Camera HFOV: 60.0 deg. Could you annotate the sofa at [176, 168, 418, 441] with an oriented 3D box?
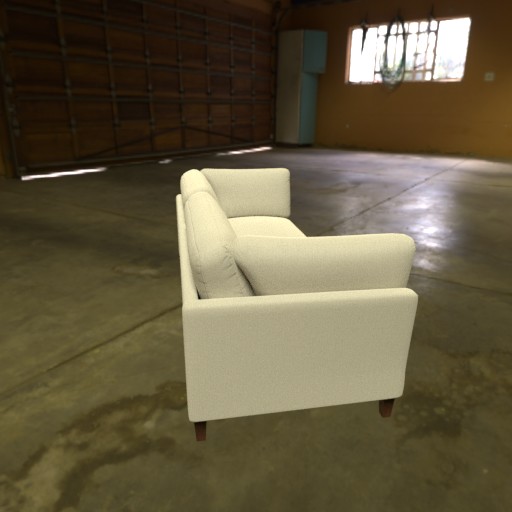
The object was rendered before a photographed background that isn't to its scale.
[{"bbox_3d":[0.000,0.000,2.804,0.957,0.863,2.301,-3,19,-10],"label":"sofa"}]
